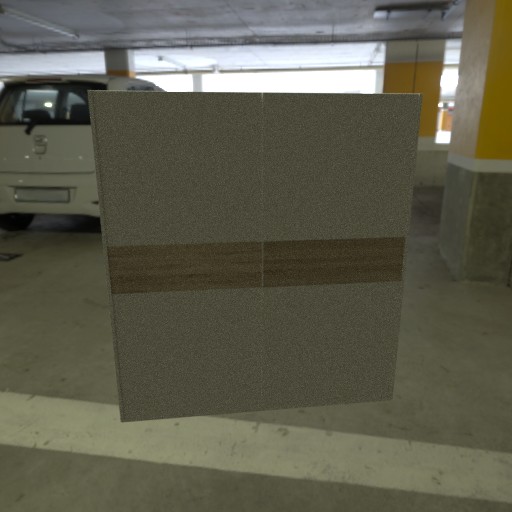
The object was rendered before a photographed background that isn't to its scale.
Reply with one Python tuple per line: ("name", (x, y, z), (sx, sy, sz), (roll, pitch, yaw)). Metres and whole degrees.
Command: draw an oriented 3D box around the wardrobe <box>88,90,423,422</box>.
("wardrobe", (0.000, 0.000, 2.967), (1.830, 2.020, 0.600), (-2, 16, -7))
